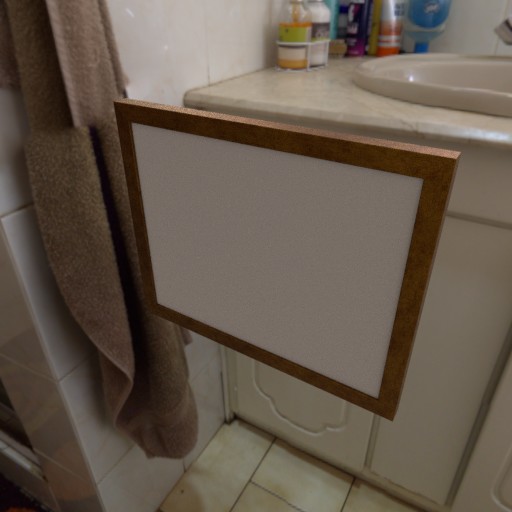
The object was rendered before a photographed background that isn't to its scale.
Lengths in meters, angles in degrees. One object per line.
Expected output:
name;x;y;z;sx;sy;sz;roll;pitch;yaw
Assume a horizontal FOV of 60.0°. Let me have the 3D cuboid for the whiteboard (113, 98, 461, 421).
whiteboard;0.000;0.000;0.765;0.561;0.457;0.029;18;36;27
